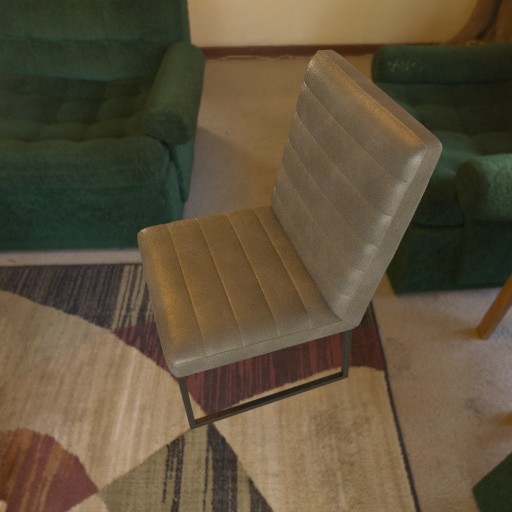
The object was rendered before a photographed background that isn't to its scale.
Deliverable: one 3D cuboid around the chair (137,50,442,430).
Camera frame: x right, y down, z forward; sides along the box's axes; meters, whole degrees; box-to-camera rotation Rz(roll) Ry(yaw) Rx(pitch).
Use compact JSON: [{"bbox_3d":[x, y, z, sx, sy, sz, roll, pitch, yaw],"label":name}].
[{"bbox_3d":[0.000,0.000,1.285,0.634,0.930,0.520,-14,48,-13],"label":"chair"}]
